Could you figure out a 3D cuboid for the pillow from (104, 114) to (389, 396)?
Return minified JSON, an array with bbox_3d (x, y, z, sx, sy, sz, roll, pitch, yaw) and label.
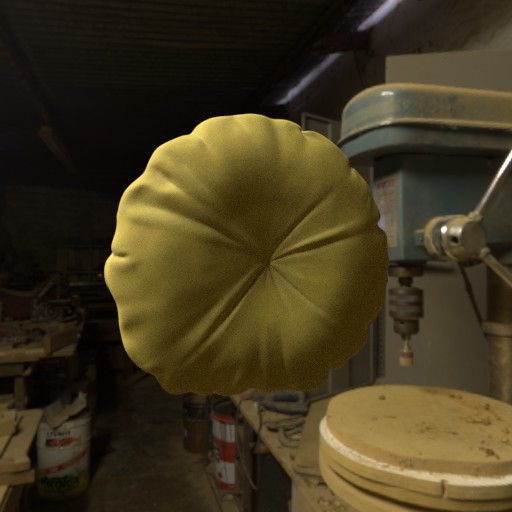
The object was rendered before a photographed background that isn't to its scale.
[{"bbox_3d":[0.000,0.000,0.659,0.428,0.407,0.148,0,0,-17],"label":"pillow"}]
